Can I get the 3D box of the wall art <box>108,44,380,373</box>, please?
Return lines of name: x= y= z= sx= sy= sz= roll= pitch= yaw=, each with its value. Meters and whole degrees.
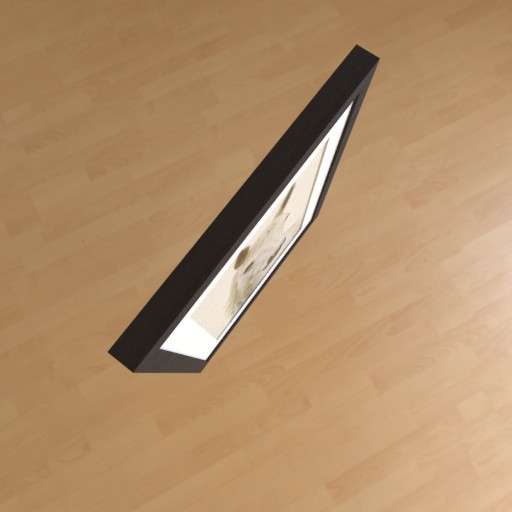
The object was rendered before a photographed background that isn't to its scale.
wall art: x=0.000 y=0.000 z=0.755 sx=0.034 sy=0.552 sz=0.455 roll=36 pitch=78 yaw=9
